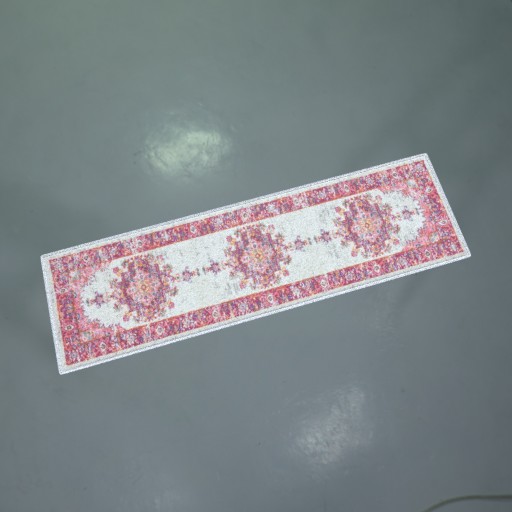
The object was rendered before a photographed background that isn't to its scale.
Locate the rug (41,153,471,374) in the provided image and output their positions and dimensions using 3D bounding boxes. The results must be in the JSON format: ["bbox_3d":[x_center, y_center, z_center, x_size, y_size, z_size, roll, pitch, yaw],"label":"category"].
[{"bbox_3d":[0.000,0.000,2.452,2.294,0.011,0.666,-15,75,-4],"label":"rug"}]
